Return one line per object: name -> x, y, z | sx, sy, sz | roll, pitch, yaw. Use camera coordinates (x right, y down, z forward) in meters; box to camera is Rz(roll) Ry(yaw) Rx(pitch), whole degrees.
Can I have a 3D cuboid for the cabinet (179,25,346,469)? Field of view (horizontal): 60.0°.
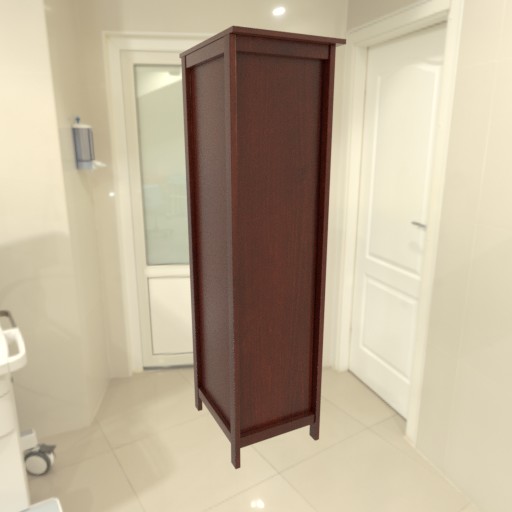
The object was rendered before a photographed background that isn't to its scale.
cabinet -> 0.000, 0.000, 1.752 | 0.401, 1.518, 0.500 | -7, 17, -26
